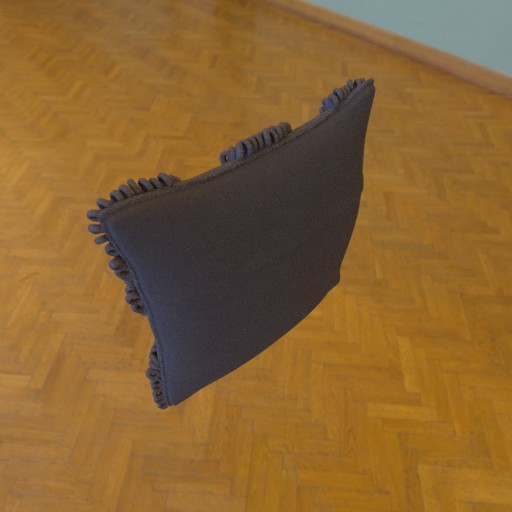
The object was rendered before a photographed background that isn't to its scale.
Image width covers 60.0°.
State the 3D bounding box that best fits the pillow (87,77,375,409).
[{"bbox_3d":[0.000,0.000,0.724,0.470,0.467,0.172,-33,55,-27],"label":"pillow"}]
